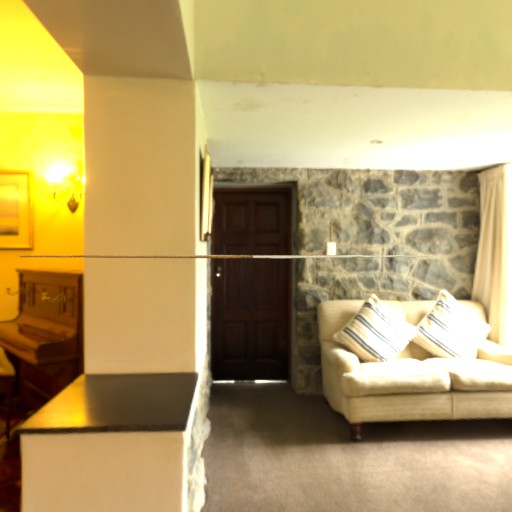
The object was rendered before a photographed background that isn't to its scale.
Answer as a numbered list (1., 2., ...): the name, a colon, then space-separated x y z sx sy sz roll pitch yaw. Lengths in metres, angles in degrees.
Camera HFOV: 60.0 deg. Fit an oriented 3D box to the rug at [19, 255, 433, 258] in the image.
1. rug: 0.000 0.000 4.318 2.449 0.019 3.357 0 0 37
